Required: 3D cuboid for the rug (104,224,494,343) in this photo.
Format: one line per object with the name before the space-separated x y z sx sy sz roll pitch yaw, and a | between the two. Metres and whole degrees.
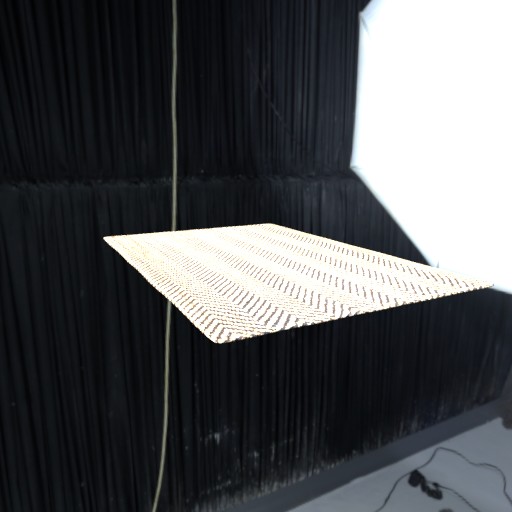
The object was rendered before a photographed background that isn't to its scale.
rug | 0.000 0.000 2.282 1.219 0.008 1.828 -7 14 -27
